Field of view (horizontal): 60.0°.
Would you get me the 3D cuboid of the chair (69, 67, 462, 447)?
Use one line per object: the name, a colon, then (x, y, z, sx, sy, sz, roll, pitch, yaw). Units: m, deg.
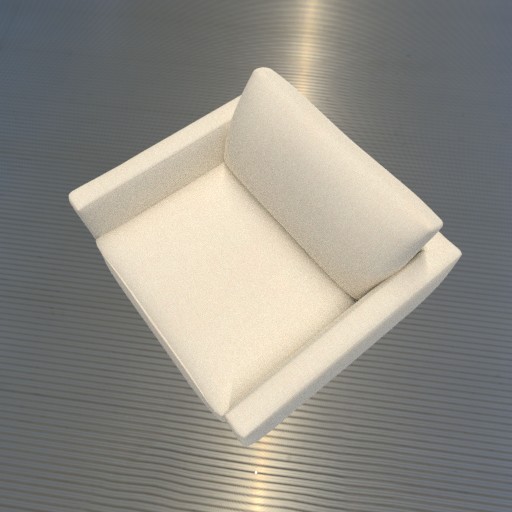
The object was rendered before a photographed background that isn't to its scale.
chair: (0.000, 0.000, 1.572, 0.875, 0.806, 0.964, -35, 69, -16)
